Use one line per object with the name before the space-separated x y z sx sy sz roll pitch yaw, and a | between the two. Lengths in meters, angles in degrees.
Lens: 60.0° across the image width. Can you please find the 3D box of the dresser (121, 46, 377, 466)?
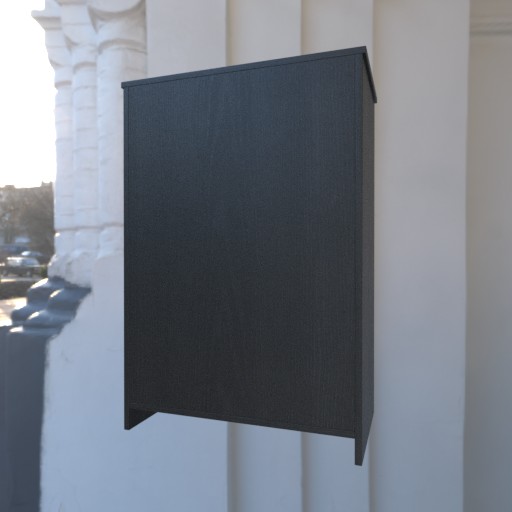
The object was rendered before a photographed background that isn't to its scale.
dresser | 0.000 0.000 1.375 0.700 1.020 0.398 0 0 19
